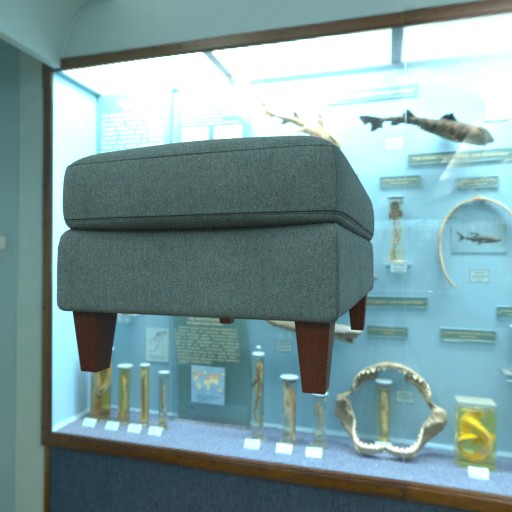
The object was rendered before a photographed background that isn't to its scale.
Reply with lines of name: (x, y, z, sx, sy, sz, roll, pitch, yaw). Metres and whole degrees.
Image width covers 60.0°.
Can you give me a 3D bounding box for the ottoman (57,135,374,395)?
ottoman: (0.000, 0.000, 1.205, 0.584, 0.483, 0.864, 0, -1, 19)
